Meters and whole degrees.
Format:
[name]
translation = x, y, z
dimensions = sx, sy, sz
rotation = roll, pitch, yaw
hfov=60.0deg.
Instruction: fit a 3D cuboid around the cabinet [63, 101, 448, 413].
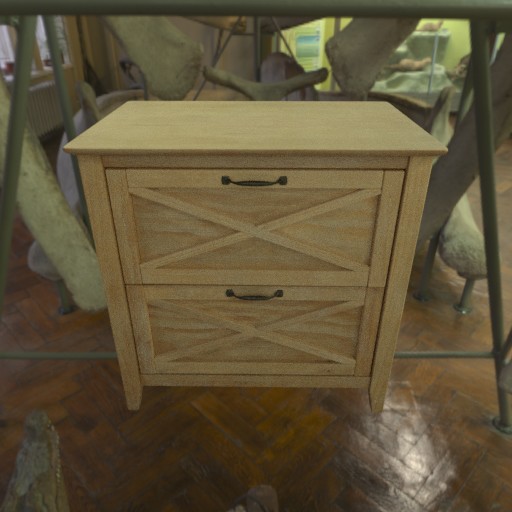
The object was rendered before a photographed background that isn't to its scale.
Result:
[cabinet]
translation = 0.000, 0.000, 1.271
dimensions = 0.763, 0.762, 0.503
rotation = 0, 29, 1
